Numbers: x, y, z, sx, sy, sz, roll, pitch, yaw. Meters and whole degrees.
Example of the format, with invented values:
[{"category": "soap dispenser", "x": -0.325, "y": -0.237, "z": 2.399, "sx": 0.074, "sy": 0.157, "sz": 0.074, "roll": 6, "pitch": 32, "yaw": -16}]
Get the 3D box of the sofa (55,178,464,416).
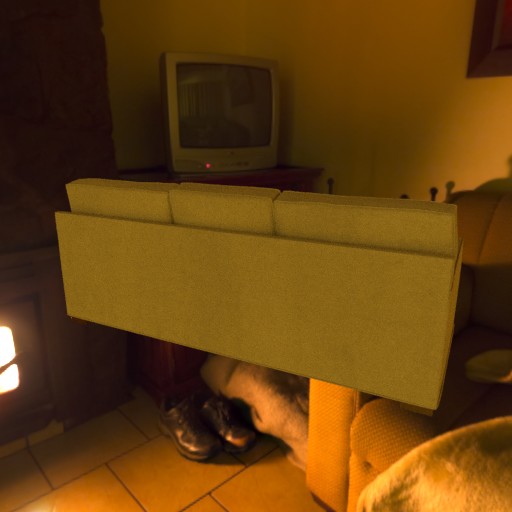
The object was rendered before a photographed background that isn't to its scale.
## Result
[{"category": "sofa", "x": 0.000, "y": 0.000, "z": 2.503, "sx": 2.093, "sy": 0.862, "sz": 0.936, "roll": 8, "pitch": 18, "yaw": 26}]
